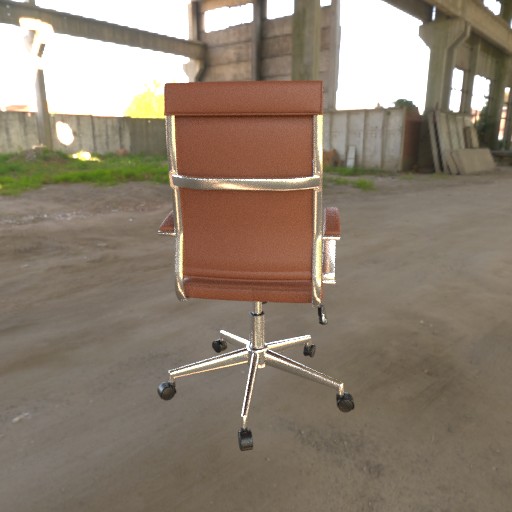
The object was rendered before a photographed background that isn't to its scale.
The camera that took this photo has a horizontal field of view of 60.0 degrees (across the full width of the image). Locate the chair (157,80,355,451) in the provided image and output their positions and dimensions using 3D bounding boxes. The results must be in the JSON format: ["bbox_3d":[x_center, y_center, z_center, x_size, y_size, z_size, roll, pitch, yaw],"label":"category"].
[{"bbox_3d":[0.000,0.000,1.650,0.766,1.149,0.739,2,15,7],"label":"chair"}]
